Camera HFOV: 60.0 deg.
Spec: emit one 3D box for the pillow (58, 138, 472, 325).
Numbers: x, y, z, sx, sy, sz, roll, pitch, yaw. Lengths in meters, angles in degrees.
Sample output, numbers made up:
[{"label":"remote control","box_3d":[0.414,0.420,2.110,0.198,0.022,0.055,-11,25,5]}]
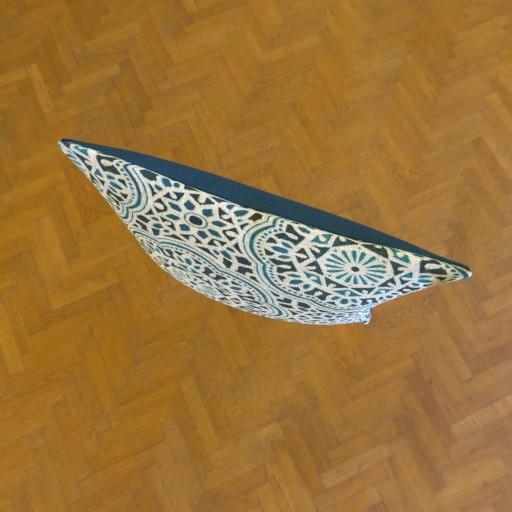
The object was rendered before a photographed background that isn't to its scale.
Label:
[{"label":"pillow","box_3d":[0.000,0.000,0.637,0.440,0.420,0.145,18,76,5]}]
